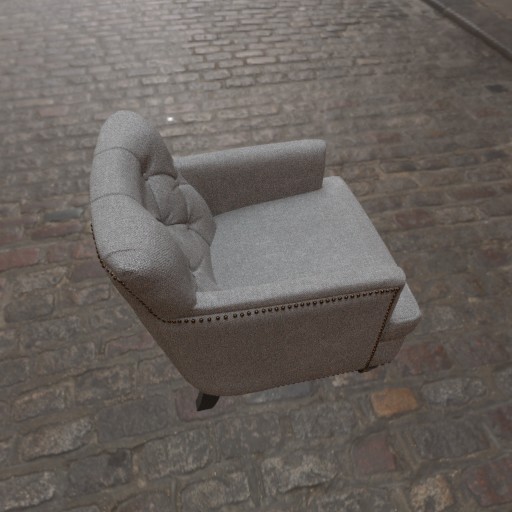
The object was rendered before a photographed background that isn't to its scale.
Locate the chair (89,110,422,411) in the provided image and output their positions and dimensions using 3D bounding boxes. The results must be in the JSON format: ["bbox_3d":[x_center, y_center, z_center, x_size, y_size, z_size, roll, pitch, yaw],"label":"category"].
[{"bbox_3d":[0.000,0.000,1.511,0.902,0.823,0.737,-9,47,-9],"label":"chair"}]
